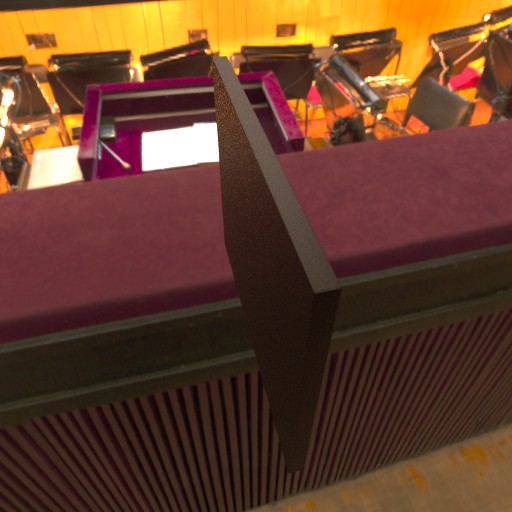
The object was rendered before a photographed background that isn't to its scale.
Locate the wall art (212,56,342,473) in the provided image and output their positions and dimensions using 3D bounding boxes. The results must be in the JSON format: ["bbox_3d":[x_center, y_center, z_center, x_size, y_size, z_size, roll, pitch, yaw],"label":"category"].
[{"bbox_3d":[0.000,0.000,0.752,0.031,0.457,0.558,-10,46,-9],"label":"wall art"}]
